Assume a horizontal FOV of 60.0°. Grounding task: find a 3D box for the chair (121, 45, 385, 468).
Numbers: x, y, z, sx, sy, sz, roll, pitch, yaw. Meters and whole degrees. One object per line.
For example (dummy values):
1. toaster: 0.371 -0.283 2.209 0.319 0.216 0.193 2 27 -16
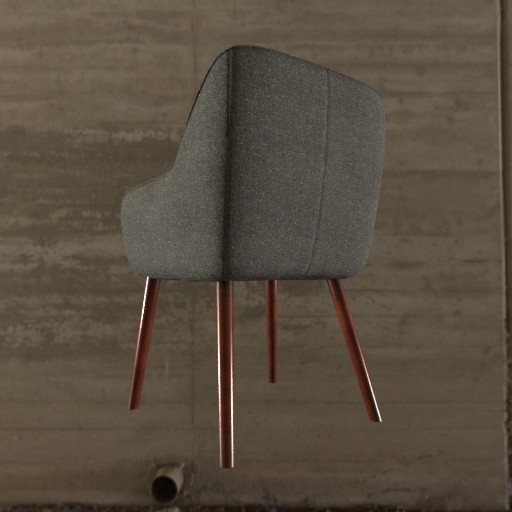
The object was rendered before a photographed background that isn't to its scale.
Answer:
1. chair: 0.000 0.000 1.135 0.543 0.803 0.519 1 -2 -36
